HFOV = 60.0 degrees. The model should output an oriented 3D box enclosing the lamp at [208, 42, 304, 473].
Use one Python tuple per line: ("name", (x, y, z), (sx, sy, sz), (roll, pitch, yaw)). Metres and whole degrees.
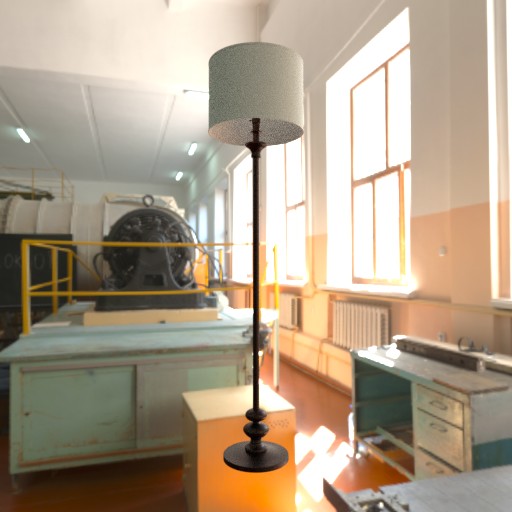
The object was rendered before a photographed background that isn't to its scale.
("lamp", (0.000, 0.000, 1.653), (0.356, 1.487, 0.356), (-1, -2, 18))
